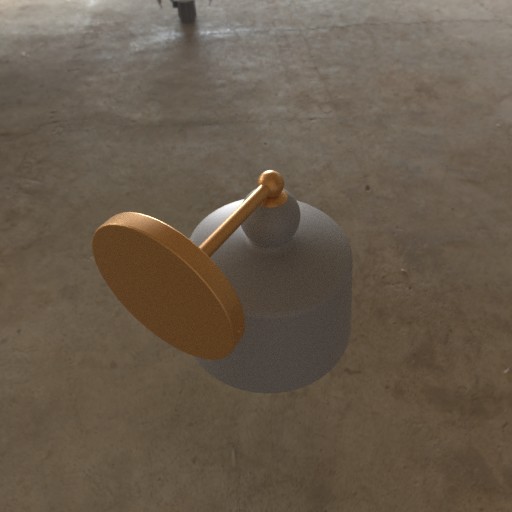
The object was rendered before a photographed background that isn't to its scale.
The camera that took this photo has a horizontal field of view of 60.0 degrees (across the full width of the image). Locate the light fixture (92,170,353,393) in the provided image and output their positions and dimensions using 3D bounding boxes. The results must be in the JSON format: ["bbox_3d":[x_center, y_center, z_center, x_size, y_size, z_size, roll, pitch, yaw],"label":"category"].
[{"bbox_3d":[0.000,0.000,0.435,0.204,0.268,0.254,24,51,21],"label":"light fixture"}]
